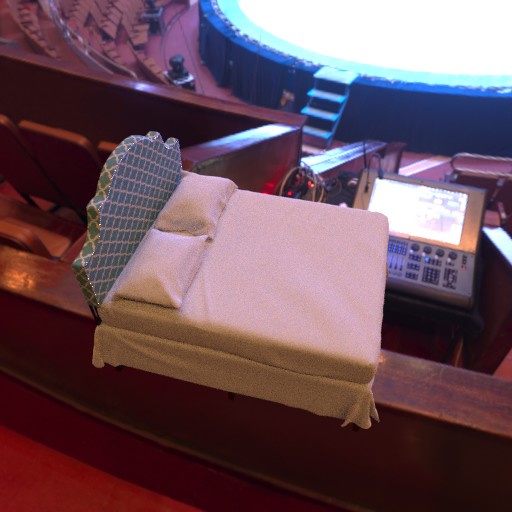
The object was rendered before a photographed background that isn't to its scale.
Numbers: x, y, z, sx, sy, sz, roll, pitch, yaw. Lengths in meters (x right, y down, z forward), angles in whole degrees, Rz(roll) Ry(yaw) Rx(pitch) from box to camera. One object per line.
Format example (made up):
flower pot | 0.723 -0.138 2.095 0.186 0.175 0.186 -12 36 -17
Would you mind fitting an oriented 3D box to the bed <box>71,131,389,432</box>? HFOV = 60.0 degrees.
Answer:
bed | 0.000 0.000 3.426 2.222 1.633 1.780 11 46 10
